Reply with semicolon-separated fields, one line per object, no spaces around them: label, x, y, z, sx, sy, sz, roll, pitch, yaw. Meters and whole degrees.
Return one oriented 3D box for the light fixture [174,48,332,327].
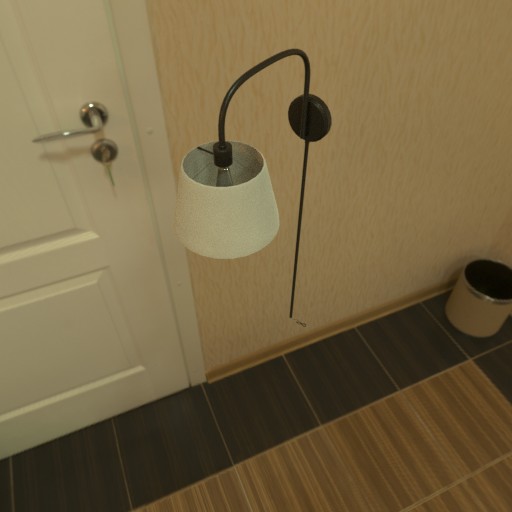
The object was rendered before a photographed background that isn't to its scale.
light fixture;0.000;0.000;0.467;0.092;0.399;0.176;29;52;25
